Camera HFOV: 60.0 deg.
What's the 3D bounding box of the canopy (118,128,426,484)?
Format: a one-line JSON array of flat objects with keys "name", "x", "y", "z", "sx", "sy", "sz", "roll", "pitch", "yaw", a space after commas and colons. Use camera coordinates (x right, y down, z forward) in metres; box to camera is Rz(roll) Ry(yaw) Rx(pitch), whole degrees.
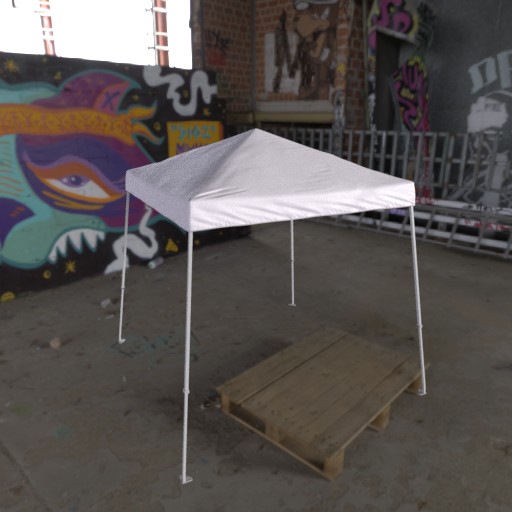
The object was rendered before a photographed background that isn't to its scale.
[{"name": "canopy", "x": 0.000, "y": 0.000, "z": 5.156, "sx": 2.850, "sy": 2.850, "sz": 2.849, "roll": -9, "pitch": 19, "yaw": -26}]
